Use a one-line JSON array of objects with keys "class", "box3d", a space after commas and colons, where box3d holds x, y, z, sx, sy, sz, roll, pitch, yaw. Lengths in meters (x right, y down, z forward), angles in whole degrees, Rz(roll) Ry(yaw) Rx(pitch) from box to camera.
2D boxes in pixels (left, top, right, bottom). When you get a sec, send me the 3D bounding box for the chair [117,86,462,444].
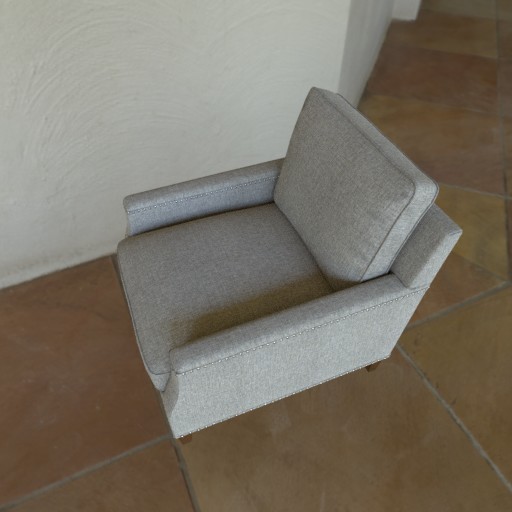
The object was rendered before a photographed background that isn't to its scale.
[{"class": "chair", "box3d": [0.000, 0.000, 1.704, 1.014, 0.943, 0.853, -16, 49, -15]}]
